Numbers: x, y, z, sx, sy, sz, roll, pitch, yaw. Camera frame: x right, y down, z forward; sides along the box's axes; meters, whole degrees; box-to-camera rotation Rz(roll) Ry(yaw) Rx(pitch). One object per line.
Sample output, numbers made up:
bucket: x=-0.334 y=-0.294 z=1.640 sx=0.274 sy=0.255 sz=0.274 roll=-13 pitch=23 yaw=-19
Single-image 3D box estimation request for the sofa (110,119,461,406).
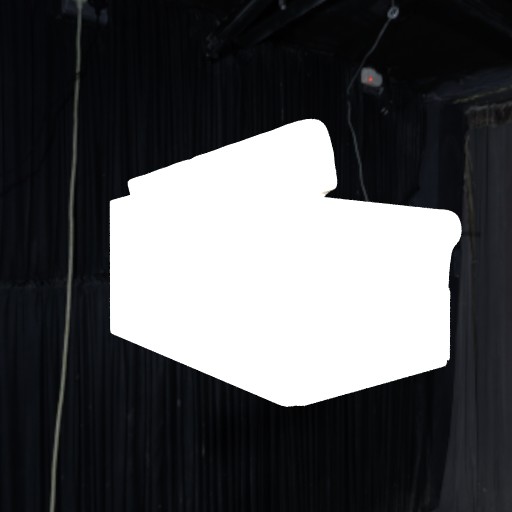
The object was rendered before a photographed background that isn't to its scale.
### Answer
sofa: x=0.000 y=0.000 z=2.312 sx=0.991 sy=0.940 sz=1.727 roll=0 pitch=1 yaw=-37
